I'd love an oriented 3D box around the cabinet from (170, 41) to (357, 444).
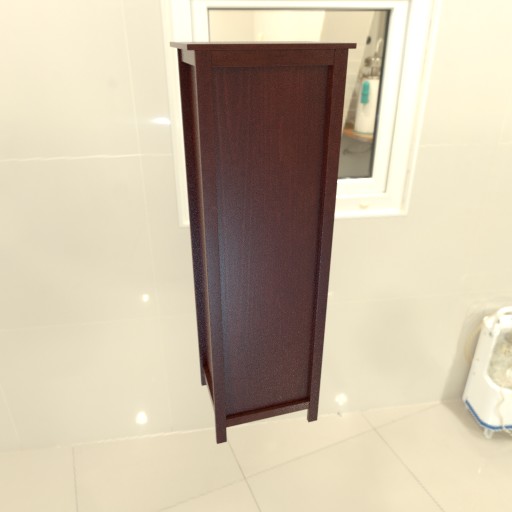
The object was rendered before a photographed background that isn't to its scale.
[{"bbox_3d":[0.000,0.000,1.748,0.500,1.518,0.401,-7,28,-15],"label":"cabinet"}]
